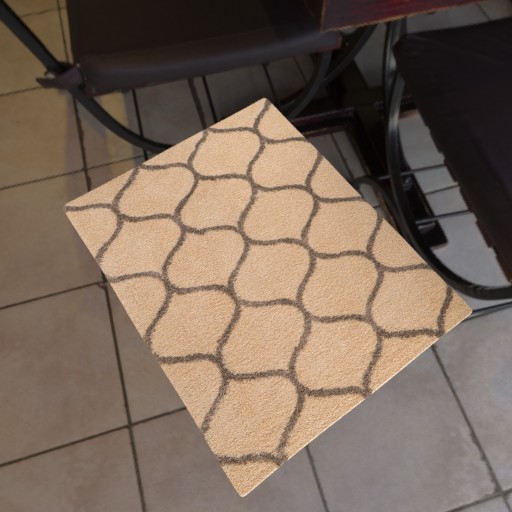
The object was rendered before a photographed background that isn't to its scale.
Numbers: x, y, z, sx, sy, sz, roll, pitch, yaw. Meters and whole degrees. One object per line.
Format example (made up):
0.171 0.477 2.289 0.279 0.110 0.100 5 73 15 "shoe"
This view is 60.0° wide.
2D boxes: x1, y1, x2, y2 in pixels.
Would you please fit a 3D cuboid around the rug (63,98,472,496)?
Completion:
0.000 0.000 3.985 2.399 0.026 3.000 -33 69 -15 "rug"
